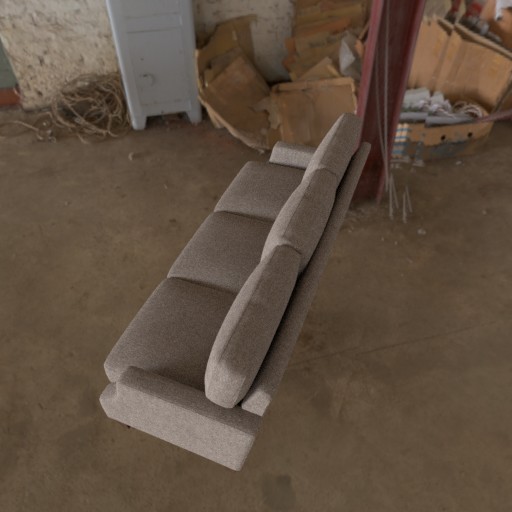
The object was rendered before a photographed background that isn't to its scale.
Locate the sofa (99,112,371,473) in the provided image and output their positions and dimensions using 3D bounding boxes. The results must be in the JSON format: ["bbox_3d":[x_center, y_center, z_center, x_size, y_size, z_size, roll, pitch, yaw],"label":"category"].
[{"bbox_3d":[0.000,0.000,2.617,0.888,0.984,2.115,16,48,15],"label":"sofa"}]
